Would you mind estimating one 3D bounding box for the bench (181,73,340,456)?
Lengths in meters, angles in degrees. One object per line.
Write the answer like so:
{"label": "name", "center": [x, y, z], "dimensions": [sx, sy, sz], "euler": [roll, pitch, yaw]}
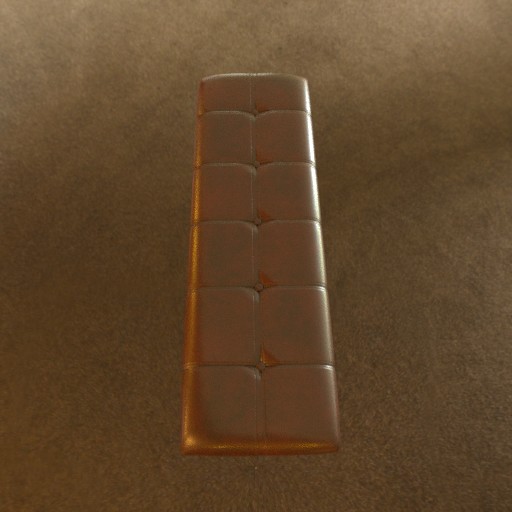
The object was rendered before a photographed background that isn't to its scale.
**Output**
{"label": "bench", "center": [0.000, 0.000, 1.519], "dimensions": [0.401, 0.491, 1.259], "euler": [-1, 64, 0]}
